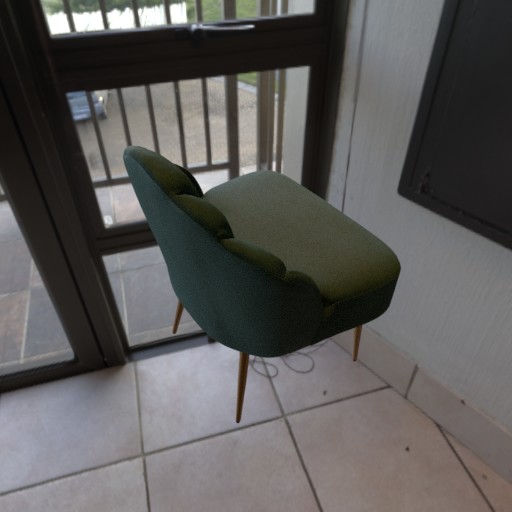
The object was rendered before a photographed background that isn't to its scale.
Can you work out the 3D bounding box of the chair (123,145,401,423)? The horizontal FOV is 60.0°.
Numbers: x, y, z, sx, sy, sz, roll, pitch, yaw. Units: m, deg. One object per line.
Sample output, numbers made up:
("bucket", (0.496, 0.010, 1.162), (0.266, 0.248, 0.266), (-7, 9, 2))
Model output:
("chair", (0.000, 0.000, 1.296), (0.599, 0.819, 0.657), (-25, 46, -26))
